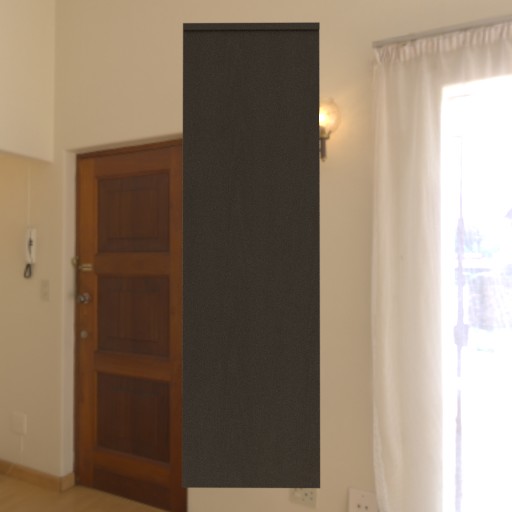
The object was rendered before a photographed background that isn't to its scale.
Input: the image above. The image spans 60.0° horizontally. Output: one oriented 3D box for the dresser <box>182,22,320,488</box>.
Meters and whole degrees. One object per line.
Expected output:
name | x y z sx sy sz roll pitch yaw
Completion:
dresser | 0.000 0.000 1.544 0.399 1.255 0.704 0 -1 1
